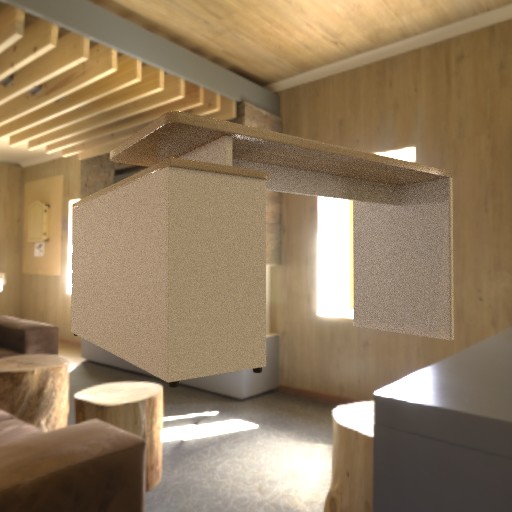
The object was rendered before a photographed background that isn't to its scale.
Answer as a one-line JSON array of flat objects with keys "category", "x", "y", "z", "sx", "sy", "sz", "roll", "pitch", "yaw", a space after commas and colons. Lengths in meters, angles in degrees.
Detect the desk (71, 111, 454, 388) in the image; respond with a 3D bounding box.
[{"category": "desk", "x": 0.000, "y": 0.000, "z": 2.090, "sx": 1.400, "sy": 0.770, "sz": 1.175, "roll": 1, "pitch": -1, "yaw": -35}]
